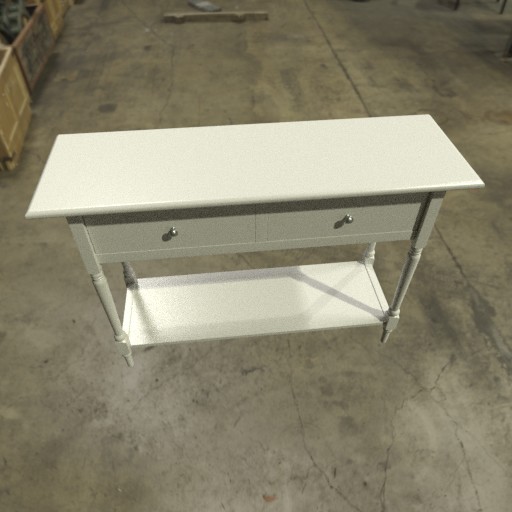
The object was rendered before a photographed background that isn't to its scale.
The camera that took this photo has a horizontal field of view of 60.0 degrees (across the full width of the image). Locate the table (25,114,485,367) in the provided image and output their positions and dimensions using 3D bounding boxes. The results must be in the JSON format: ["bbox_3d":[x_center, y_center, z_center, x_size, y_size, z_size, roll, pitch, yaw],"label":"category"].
[{"bbox_3d":[0.000,0.000,1.561,1.197,0.808,0.384,-4,45,-4],"label":"table"}]
